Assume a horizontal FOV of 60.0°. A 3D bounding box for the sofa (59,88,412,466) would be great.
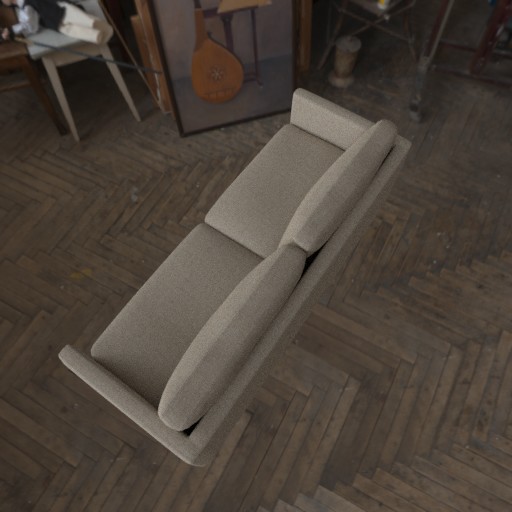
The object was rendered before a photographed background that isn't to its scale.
[{"bbox_3d":[0.000,0.000,2.916,0.951,0.965,2.434,32,68,15],"label":"sofa"}]
